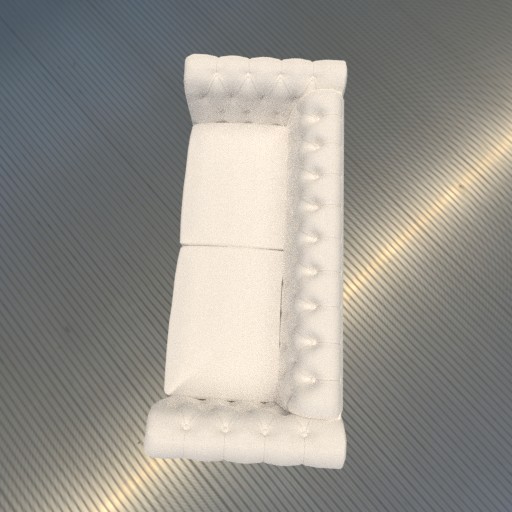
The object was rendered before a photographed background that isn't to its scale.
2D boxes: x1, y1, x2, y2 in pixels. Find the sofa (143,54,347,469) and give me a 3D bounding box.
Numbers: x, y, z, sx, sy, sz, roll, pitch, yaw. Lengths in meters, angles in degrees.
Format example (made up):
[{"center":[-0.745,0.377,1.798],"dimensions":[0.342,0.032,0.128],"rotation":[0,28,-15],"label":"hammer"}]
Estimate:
[{"center":[0.000,0.000,2.215],"dimensions":[0.771,0.796,1.798],"rotation":[3,76,1],"label":"sofa"}]
